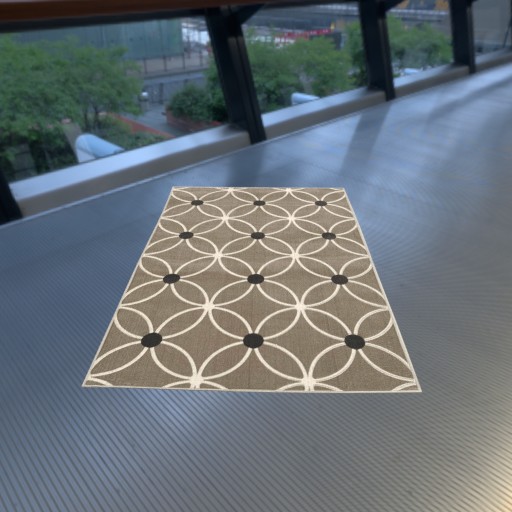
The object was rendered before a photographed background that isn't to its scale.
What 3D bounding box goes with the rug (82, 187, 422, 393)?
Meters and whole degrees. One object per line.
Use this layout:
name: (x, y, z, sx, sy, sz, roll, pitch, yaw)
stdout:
rug: (0.000, 0.000, 2.931, 1.522, 0.008, 2.284, 1, 32, 1)
